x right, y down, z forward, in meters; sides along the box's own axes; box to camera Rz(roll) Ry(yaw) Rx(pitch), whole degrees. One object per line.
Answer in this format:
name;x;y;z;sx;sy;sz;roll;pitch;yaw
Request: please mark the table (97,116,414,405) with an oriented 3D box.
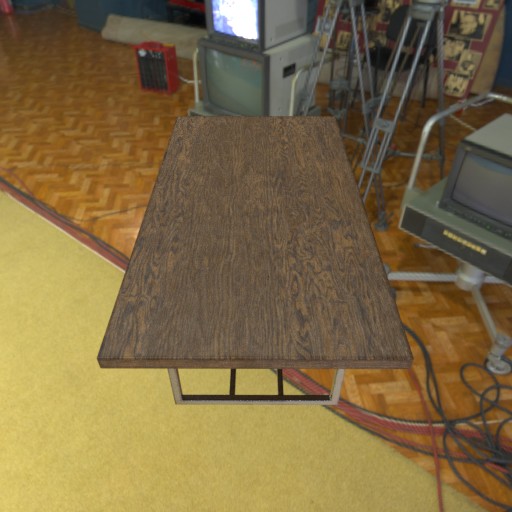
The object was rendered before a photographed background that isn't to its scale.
table;0.000;0.000;2.511;1.078;0.795;1.989;0;41;0
